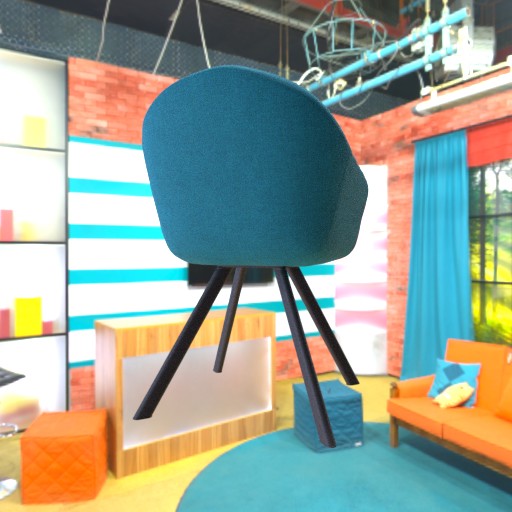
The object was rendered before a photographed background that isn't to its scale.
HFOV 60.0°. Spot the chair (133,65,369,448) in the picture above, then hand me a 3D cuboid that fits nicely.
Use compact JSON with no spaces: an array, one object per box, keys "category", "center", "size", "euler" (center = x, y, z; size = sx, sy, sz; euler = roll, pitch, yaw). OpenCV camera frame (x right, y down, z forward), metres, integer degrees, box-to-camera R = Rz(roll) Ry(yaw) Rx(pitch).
[{"category":"chair","center":[0.000,0.000,1.160],"size":[0.545,0.775,0.565],"euler":[0,0,19]}]
